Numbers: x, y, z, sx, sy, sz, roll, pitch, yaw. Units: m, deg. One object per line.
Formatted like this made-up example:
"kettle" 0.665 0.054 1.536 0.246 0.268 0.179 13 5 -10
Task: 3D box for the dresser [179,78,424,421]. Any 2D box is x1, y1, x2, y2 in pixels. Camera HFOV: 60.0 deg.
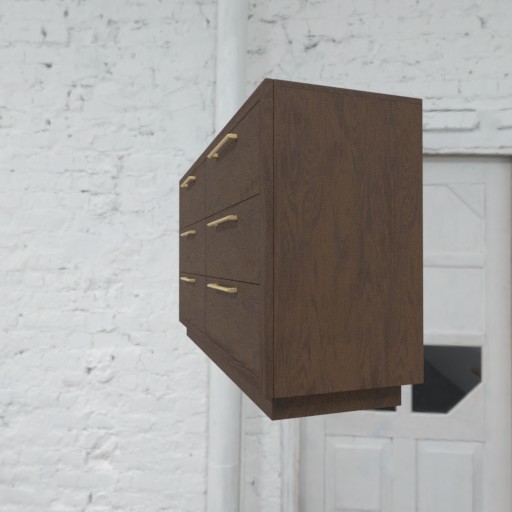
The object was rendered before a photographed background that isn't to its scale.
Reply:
"dresser" 0.000 0.000 1.912 0.512 0.889 1.523 0 -1 -18
